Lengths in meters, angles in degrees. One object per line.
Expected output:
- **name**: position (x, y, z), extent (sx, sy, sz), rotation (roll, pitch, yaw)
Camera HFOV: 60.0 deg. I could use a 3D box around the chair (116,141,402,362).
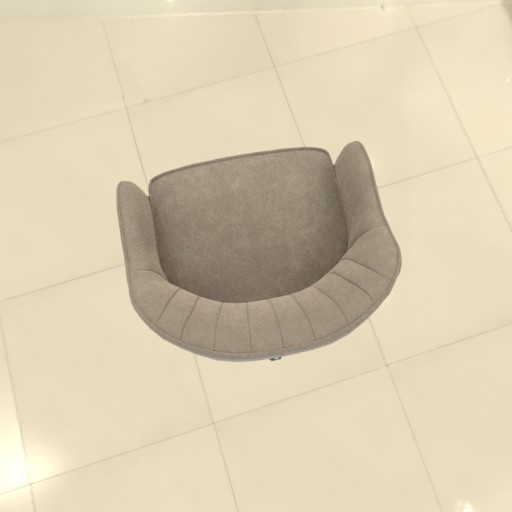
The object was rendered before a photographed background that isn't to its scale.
- **chair**: position (0.000, 0.000, 1.226), extent (0.635, 0.831, 0.573), rotation (-10, 77, -2)
